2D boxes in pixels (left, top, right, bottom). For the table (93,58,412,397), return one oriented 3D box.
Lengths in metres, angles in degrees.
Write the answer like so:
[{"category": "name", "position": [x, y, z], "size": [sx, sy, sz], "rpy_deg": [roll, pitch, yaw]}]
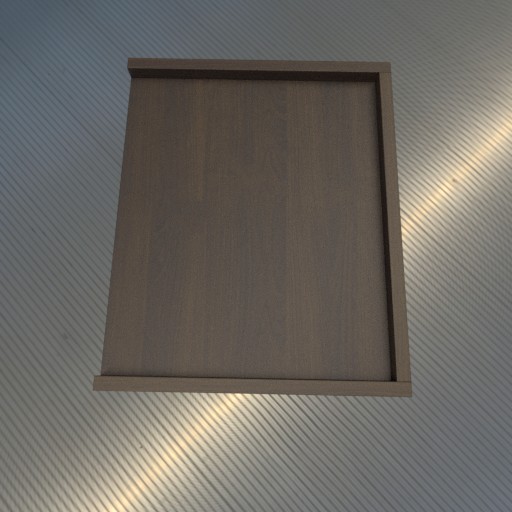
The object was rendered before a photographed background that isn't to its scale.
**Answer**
[{"category": "table", "position": [0.000, 0.000, 0.796], "size": [0.370, 0.470, 0.450], "rpy_deg": [1, 76, 0]}]
